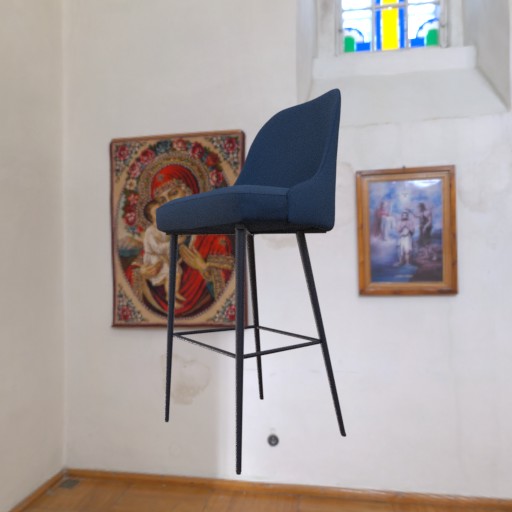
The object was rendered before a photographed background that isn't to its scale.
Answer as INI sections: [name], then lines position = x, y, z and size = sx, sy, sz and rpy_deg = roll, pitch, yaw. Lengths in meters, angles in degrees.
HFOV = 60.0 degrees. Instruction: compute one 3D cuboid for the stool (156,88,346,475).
[stool]
position = 0.000, 0.000, 1.397
size = 0.489, 1.079, 0.527
rpy_deg = 0, 0, -36
